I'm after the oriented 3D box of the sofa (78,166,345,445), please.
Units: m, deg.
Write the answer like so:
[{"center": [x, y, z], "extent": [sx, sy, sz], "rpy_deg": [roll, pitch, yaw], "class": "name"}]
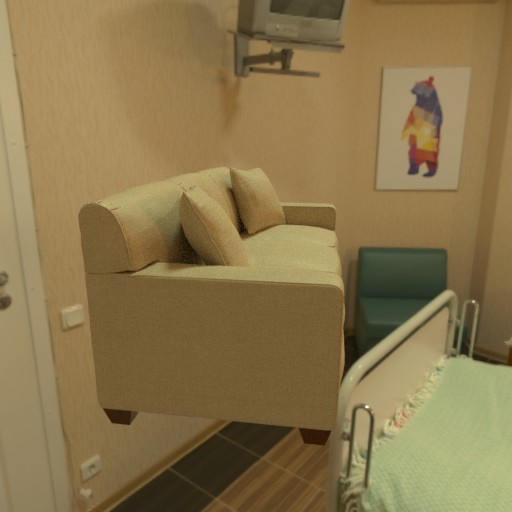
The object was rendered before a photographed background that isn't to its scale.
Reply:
[{"center": [0.000, 0.000, 2.564], "extent": [0.997, 0.958, 2.024], "rpy_deg": [2, 15, 9], "class": "sofa"}]
